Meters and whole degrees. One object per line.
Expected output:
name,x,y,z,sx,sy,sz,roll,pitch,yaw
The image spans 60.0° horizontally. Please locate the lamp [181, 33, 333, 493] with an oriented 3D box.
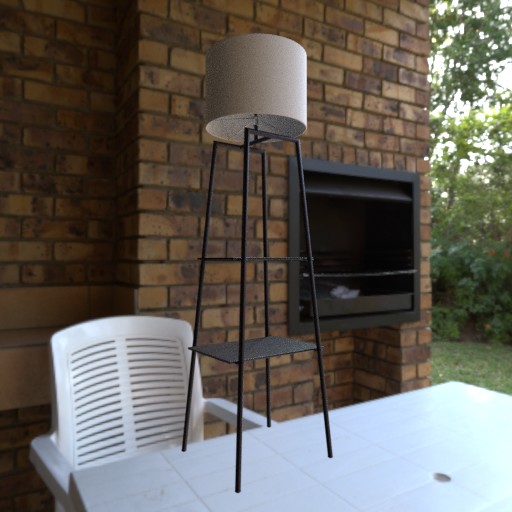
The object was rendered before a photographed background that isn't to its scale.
lamp,0.000,0.000,1.651,0.427,1.474,0.384,0,0,-36
